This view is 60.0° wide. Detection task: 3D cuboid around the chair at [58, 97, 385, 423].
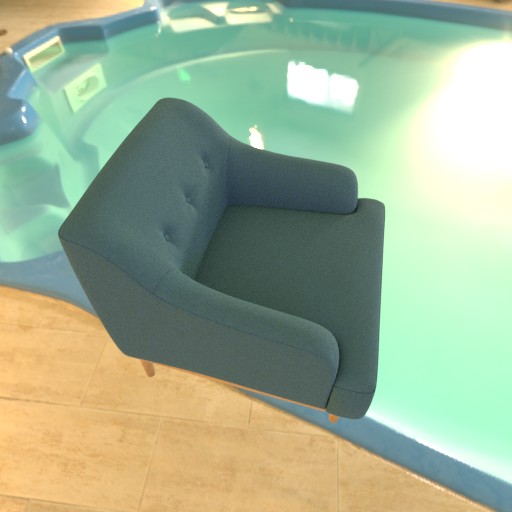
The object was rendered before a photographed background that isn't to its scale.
[{"bbox_3d":[0.000,0.000,1.672,0.951,0.818,0.946,10,48,9],"label":"chair"}]
